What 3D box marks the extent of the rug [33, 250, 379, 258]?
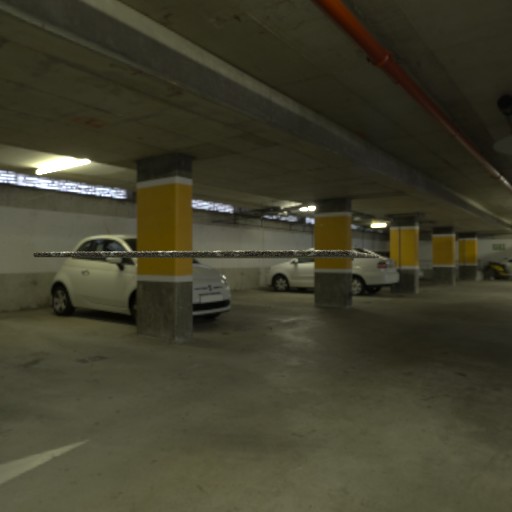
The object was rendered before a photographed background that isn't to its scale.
[{"bbox_3d":[0.000,0.000,3.535,1.778,0.030,2.743,0,0,18],"label":"rug"}]
